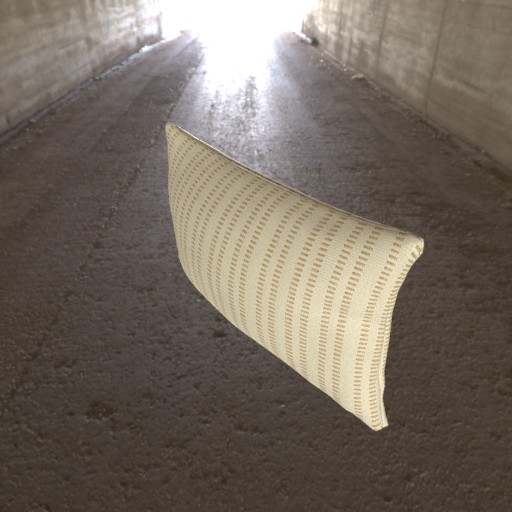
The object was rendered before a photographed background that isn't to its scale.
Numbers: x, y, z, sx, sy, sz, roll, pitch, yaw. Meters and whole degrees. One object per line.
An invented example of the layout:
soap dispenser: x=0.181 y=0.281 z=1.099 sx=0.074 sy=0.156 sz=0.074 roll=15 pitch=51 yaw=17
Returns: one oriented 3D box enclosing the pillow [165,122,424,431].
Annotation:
pillow: x=0.000 y=0.000 z=0.819 sx=0.210 sy=0.353 sz=0.640 roll=-22 pitch=39 yaw=-31
